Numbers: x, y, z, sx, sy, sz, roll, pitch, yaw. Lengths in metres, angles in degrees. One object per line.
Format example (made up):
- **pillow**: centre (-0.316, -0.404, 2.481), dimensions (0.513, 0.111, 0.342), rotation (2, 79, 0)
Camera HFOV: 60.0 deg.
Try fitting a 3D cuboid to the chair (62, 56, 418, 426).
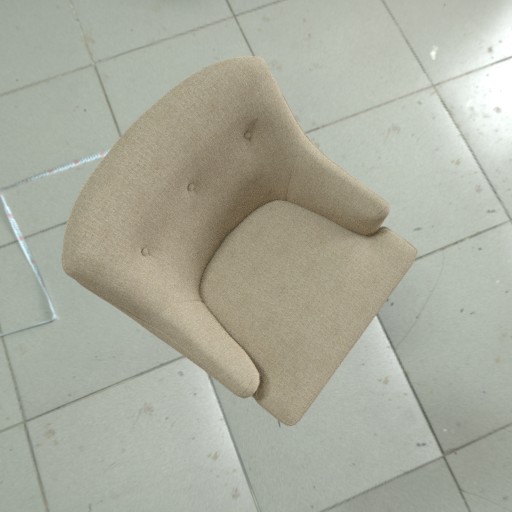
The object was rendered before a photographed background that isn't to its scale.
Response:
- **chair**: centre (0.000, 0.000, 1.580), dimensions (0.923, 0.856, 0.864), rotation (37, 78, 9)
